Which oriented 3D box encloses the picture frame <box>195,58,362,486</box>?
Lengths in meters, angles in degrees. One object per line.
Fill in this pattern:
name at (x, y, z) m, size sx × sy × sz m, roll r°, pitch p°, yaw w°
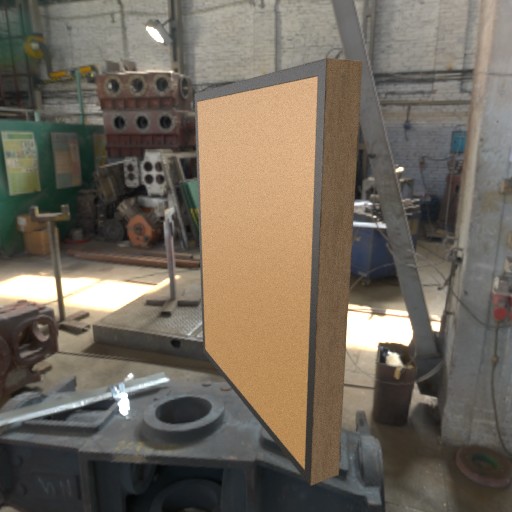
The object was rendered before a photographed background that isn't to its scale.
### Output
picture frame at (0.000, 0.000, 0.713) m, size 0.046 × 0.526 × 0.421 m, roll -7°, pitch 17°, yaw -25°
